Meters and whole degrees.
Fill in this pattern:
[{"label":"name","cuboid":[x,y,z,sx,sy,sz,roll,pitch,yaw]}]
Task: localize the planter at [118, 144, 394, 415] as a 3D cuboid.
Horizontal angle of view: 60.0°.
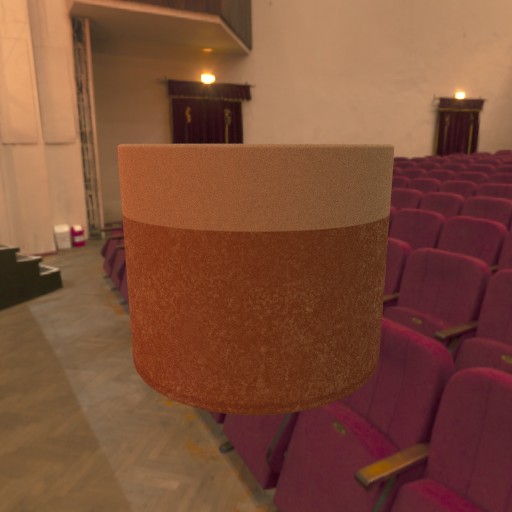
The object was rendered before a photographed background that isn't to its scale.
[{"label":"planter","cuboid":[0.000,0.000,0.281,0.159,0.138,0.159,0,14,0]}]
